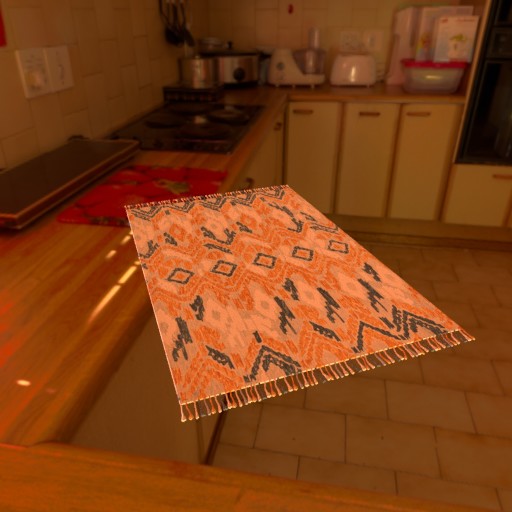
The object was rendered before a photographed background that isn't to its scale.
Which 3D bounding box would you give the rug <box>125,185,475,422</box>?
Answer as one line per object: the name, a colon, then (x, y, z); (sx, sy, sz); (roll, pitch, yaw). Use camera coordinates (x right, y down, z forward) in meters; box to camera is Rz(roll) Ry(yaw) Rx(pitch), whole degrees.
rug: (0.000, 0.000, 3.043); (1.533, 0.010, 2.428); (-10, 31, -17)
